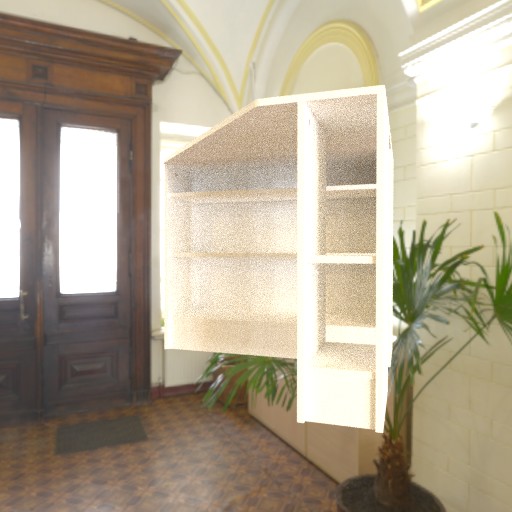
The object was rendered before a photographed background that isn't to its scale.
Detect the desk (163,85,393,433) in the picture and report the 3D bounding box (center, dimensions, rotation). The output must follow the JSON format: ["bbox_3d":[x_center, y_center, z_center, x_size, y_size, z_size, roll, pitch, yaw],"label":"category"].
[{"bbox_3d":[0.000,0.000,1.628,0.940,0.818,0.926,0,1,18],"label":"desk"}]
